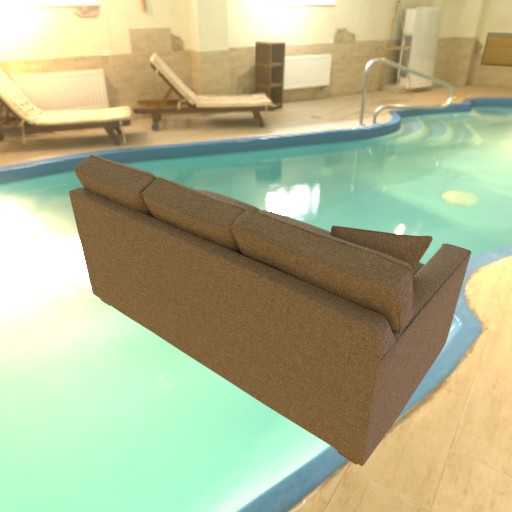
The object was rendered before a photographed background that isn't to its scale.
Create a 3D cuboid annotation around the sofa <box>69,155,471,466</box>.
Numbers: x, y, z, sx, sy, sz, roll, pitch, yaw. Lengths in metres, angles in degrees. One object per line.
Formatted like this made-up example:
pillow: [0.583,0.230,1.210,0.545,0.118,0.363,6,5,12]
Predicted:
sofa: [0.000,0.000,2.470,1.963,0.946,1.034,22,37,33]
